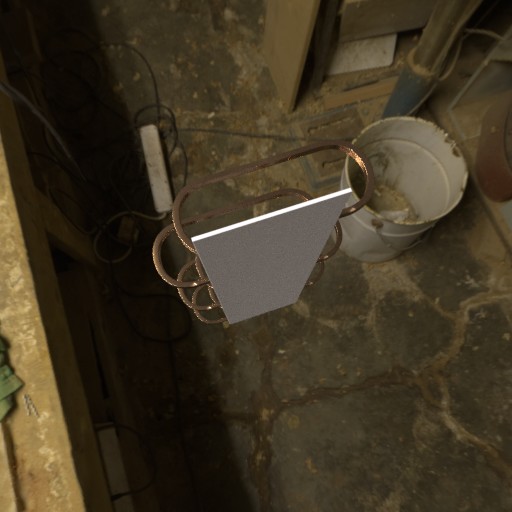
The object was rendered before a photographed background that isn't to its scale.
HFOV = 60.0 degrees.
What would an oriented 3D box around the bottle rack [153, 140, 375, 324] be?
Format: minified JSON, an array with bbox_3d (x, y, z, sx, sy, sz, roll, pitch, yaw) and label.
[{"bbox_3d":[0.000,0.000,0.833,0.332,0.709,0.118,-18,75,-5],"label":"bottle rack"}]
